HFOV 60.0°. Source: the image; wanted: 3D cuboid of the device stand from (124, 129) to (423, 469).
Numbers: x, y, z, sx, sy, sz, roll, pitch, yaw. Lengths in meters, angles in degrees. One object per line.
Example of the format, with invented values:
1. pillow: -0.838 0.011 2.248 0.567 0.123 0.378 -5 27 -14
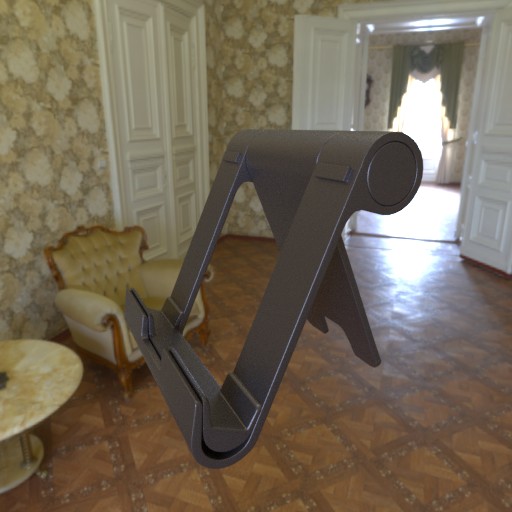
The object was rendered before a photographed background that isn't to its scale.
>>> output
1. device stand: 0.000 0.000 0.153 0.079 0.084 0.088 -8 18 -25
